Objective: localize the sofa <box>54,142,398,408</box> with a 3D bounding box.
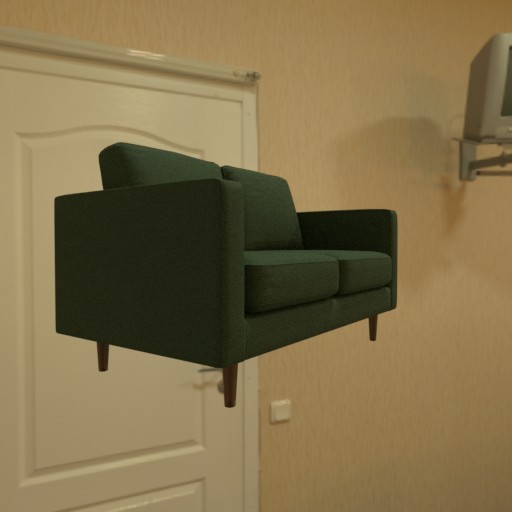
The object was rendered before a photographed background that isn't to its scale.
[{"bbox_3d":[0.000,0.000,2.020,0.879,0.899,1.430,1,2,36],"label":"sofa"}]
